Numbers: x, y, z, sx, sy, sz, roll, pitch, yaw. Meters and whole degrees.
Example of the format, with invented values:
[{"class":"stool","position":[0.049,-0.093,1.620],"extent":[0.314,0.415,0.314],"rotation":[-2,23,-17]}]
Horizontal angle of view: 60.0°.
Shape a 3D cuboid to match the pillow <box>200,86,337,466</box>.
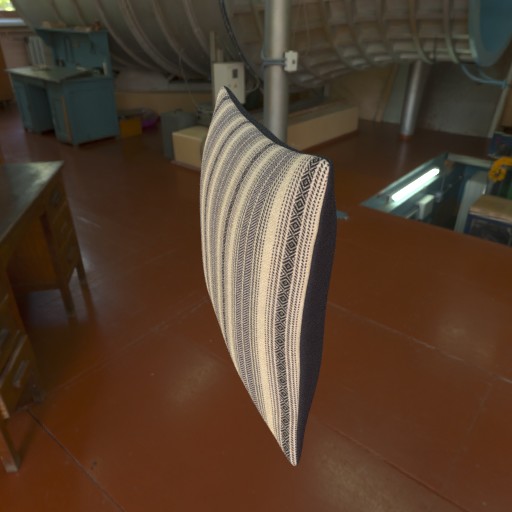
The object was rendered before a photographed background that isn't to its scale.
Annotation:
[{"class":"pillow","position":[0.000,0.000,0.803],"extent":[0.166,0.508,0.520],"rotation":[-8,31,-14]}]
